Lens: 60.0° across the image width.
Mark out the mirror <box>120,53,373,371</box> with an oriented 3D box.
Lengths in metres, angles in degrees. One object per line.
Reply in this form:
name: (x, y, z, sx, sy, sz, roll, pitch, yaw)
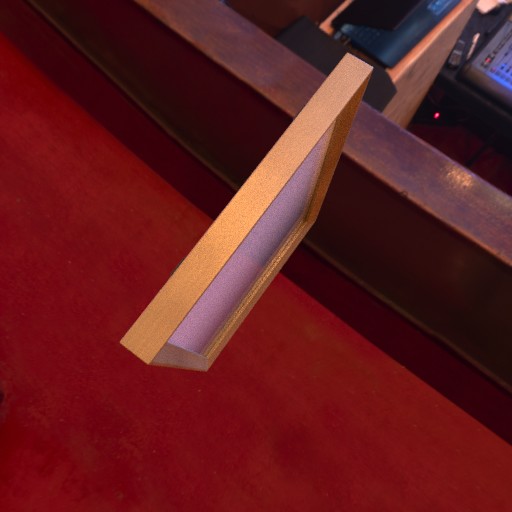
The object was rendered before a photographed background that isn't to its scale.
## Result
mirror: (0.000, 0.000, 0.710, 0.041, 0.509, 0.406, 35, 77, 9)
